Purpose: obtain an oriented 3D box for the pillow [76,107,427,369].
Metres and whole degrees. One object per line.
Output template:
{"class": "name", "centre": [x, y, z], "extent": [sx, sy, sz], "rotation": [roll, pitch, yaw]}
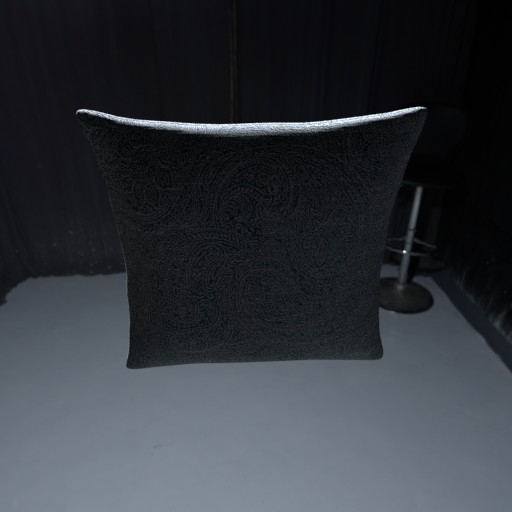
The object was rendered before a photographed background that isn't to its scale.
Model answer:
{"class": "pillow", "centre": [0.000, 0.000, 0.785], "extent": [0.526, 0.507, 0.166], "rotation": [-1, 29, -3]}
